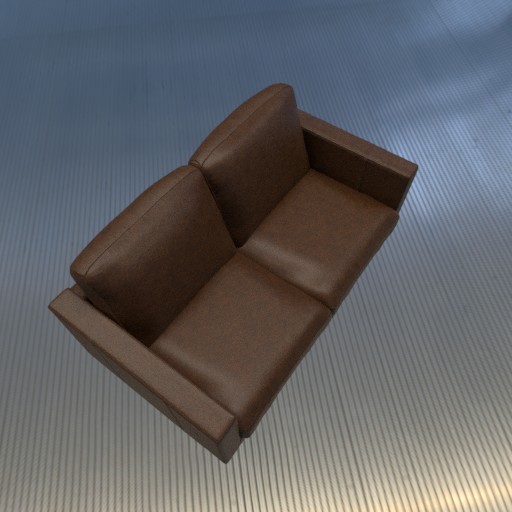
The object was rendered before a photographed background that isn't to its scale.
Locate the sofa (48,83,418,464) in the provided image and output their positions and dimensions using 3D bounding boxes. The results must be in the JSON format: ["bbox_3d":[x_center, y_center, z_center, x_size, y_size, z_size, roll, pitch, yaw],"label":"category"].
[{"bbox_3d":[0.000,0.000,2.130,0.909,0.951,1.578,32,63,18],"label":"sofa"}]
